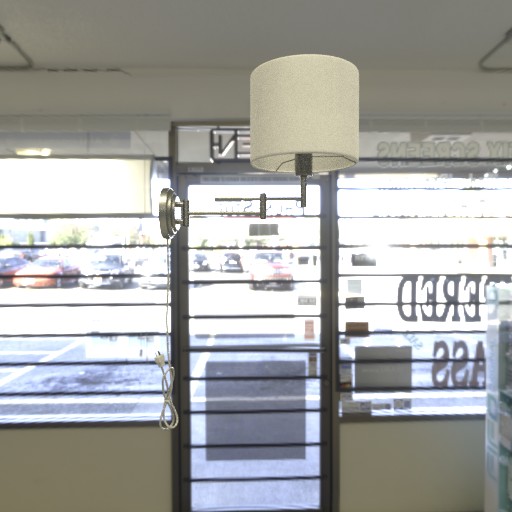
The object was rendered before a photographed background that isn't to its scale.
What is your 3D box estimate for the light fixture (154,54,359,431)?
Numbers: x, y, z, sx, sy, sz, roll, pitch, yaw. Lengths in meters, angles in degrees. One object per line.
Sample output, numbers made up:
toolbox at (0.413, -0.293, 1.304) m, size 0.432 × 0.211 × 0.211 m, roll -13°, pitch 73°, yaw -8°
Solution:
light fixture at (0.000, 0.000, 1.053) m, size 0.479 × 0.842 × 0.253 m, roll 0°, pitch 1°, yaw 1°
